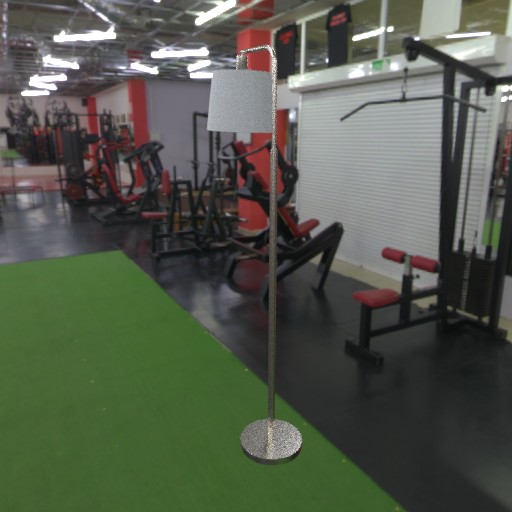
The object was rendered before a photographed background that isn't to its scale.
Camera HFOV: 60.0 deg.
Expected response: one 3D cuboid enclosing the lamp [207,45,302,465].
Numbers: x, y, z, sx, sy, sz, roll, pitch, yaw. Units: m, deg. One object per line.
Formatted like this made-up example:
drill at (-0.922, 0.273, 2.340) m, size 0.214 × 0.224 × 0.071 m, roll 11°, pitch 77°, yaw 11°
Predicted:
lamp at (0.000, 0.000, 1.684) m, size 0.254 × 1.478 × 0.508 m, roll -7°, pitch 16°, yaw -26°
